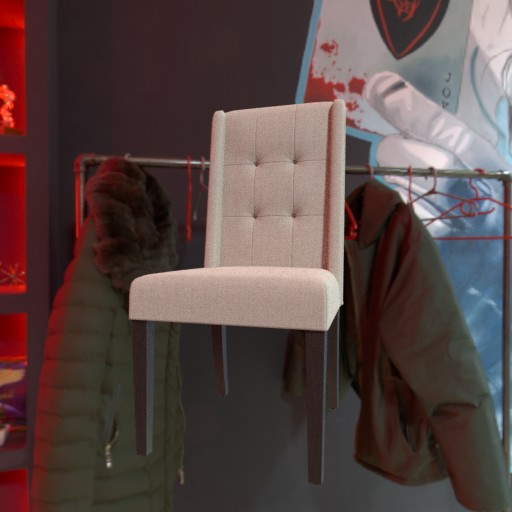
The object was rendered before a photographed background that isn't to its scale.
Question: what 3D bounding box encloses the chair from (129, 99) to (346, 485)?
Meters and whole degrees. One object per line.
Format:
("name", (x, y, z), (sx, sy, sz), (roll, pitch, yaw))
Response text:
("chair", (0.000, 0.000, 1.225), (0.474, 0.961, 0.523), (0, 2, 18))
